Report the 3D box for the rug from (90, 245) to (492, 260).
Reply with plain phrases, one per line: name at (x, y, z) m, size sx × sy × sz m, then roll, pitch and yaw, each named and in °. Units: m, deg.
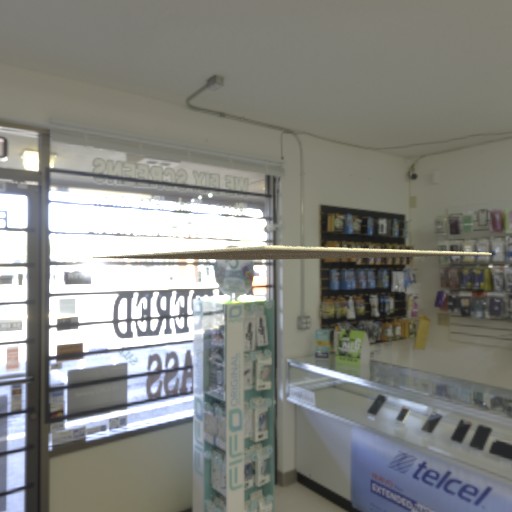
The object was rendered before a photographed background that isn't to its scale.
rug at (0.000, 0.000, 3.478) m, size 1.819 × 0.018 × 2.746 m, roll 1°, pitch -2°, yaw -35°
